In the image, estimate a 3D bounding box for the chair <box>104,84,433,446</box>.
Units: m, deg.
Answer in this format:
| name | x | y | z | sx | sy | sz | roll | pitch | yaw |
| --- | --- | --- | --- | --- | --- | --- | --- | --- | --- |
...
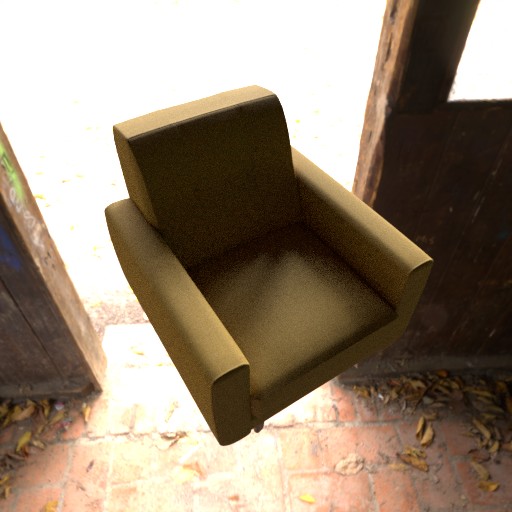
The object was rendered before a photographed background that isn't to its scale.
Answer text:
| name | x | y | z | sx | sy | sz | roll | pitch | yaw |
| --- | --- | --- | --- | --- | --- | --- | --- | --- | --- |
| chair | 0.000 | 0.000 | 1.604 | 0.831 | 0.841 | 0.909 | -25 | 51 | -22 |
